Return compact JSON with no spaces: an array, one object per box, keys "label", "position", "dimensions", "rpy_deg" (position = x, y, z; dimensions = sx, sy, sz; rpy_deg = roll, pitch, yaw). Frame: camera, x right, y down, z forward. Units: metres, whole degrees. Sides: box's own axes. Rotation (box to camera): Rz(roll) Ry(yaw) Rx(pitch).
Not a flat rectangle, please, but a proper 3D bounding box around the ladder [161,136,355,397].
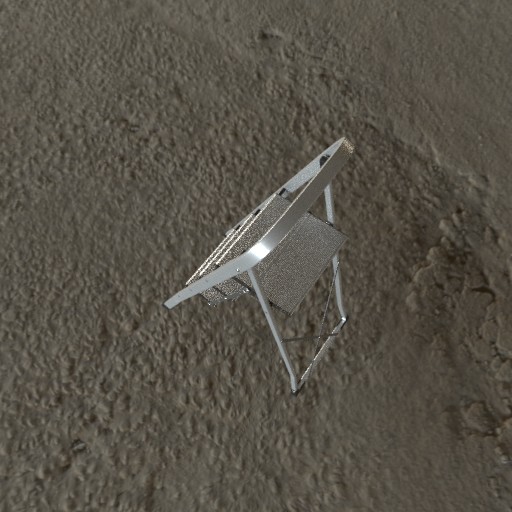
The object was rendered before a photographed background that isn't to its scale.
[{"label":"ladder","position":[0.000,0.000,1.475],"dimensions":[0.704,1.070,0.465],"rpy_deg":[33,68,15]}]
